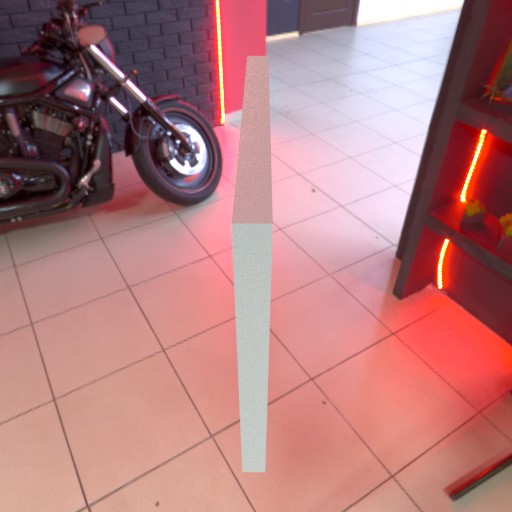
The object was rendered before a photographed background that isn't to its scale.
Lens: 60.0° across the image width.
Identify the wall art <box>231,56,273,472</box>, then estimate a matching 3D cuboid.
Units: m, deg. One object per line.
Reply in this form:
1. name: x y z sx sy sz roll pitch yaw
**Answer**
1. wall art: 0.000 0.000 0.760 0.038 0.506 0.506 1 40 1
